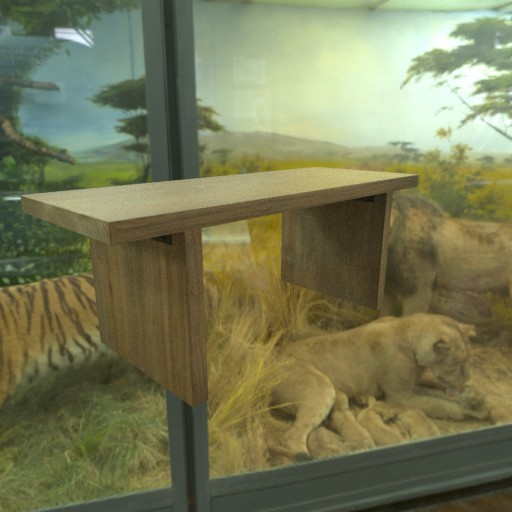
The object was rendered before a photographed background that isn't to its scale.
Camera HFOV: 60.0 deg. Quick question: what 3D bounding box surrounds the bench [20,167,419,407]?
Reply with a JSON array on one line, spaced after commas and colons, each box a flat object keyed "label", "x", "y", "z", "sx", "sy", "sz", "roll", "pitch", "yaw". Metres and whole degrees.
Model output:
[{"label": "bench", "x": 0.000, "y": 0.000, "z": 1.401, "sx": 1.183, "sy": 0.458, "sz": 0.458, "roll": -15, "pitch": 22, "yaw": -43}]
